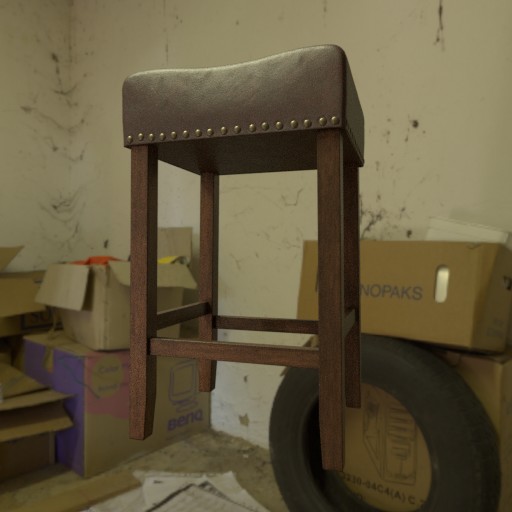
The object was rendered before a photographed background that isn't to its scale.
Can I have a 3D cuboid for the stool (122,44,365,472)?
[{"bbox_3d":[0.000,0.000,1.036,0.465,0.769,0.401,0,1,18],"label":"stool"}]
